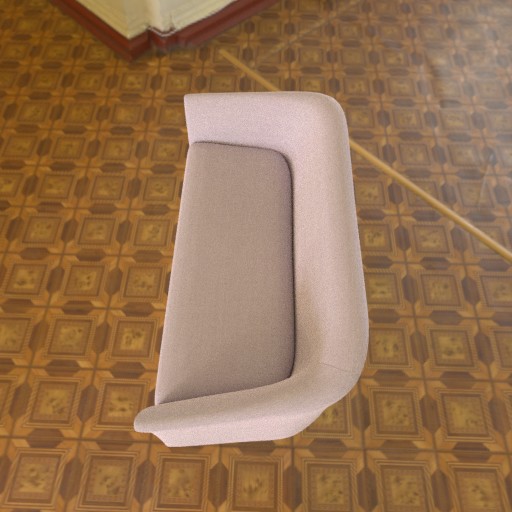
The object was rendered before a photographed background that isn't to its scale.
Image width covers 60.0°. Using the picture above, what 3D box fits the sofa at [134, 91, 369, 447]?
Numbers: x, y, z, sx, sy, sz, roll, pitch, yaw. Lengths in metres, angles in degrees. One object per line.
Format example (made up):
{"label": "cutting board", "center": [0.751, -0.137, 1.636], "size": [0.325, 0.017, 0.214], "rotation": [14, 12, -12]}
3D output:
{"label": "sofa", "center": [0.000, 0.000, 1.846], "size": [0.705, 0.721, 1.452], "rotation": [1, 60, 1]}
